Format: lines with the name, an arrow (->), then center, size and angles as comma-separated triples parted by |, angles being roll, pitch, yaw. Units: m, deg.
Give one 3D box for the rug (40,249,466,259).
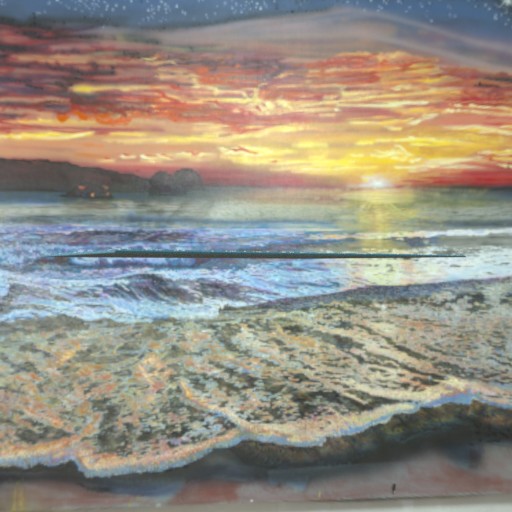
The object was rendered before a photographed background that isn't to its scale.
rug -> 0.000, 0.000, 3.424 | 2.746, 0.018, 1.816 | 1, -1, -35
